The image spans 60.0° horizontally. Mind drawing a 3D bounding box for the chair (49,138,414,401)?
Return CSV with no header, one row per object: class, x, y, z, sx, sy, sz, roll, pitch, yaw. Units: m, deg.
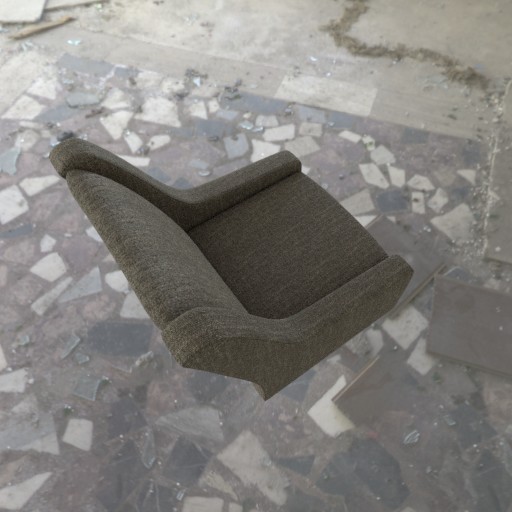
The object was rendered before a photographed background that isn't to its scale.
chair,0.000,0.000,1.664,0.944,1.012,0.793,-31,62,-18
